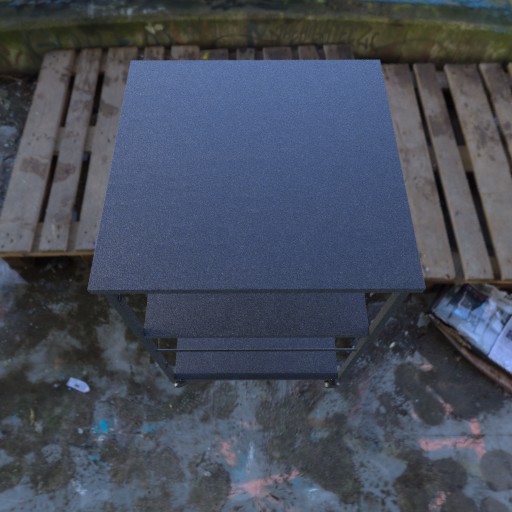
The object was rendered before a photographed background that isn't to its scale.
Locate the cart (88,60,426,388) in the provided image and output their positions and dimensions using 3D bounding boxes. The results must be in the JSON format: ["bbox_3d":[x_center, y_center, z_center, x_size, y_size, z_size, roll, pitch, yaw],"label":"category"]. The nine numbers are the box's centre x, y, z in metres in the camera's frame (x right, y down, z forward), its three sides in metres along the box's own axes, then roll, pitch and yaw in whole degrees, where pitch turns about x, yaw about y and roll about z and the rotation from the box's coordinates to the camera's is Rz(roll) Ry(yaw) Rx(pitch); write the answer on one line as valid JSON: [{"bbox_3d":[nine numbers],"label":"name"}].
[{"bbox_3d":[0.000,0.000,1.138,0.520,0.762,0.521,0,62,0],"label":"cart"}]
